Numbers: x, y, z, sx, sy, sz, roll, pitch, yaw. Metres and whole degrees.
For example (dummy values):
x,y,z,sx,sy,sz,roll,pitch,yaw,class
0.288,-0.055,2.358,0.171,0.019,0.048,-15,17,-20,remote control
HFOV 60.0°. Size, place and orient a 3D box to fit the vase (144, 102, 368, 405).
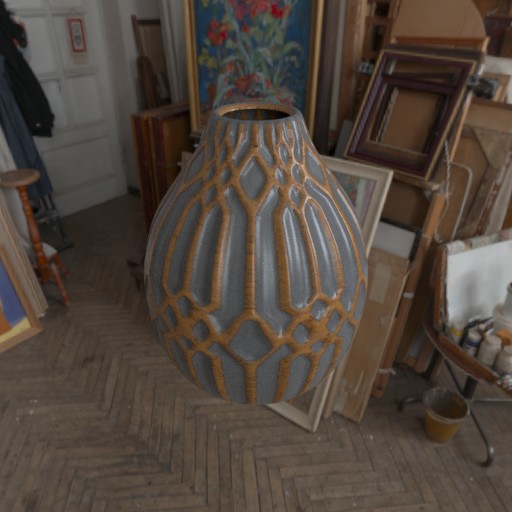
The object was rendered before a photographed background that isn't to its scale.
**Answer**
x,y,z,sx,sy,sz,roll,pitch,yaw,class
0.000,0.000,0.137,0.069,0.088,0.069,0,31,0,vase
